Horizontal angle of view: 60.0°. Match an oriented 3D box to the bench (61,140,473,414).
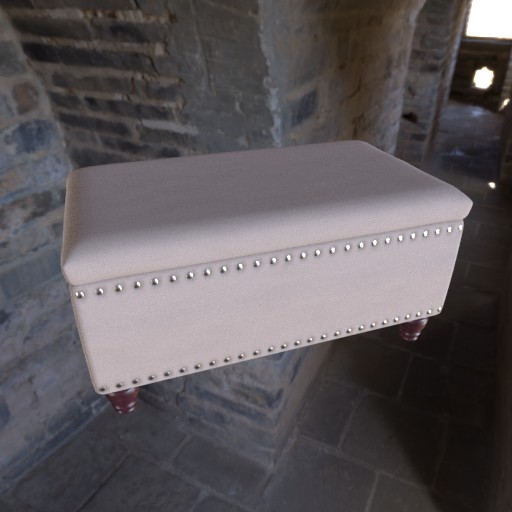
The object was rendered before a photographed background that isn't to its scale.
[{"bbox_3d":[0.000,0.000,1.187,0.887,0.449,0.500,-10,31,-16],"label":"bench"}]
